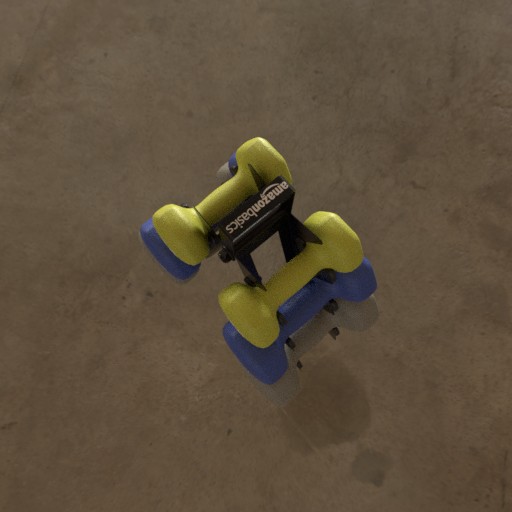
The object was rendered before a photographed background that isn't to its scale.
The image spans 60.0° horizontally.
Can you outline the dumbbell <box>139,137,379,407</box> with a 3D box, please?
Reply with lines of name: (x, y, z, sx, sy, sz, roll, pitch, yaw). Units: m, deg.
dumbbell: (0.000, 0.000, 0.693, 0.261, 0.426, 0.416, -39, 78, -10)
